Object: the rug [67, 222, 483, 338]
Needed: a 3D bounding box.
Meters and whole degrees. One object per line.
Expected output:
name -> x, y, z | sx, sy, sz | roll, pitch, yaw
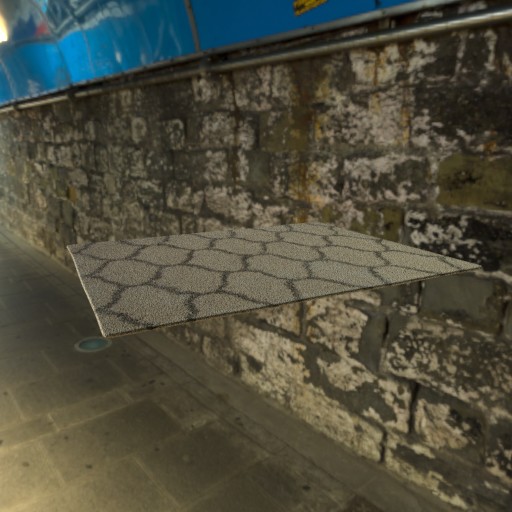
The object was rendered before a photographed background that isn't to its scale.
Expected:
rug -> 0.000, 0.000, 4.015 | 3.000, 0.026, 2.399 | -7, 16, -26
